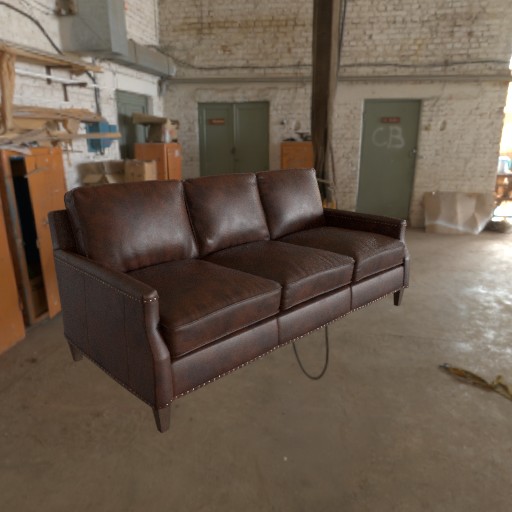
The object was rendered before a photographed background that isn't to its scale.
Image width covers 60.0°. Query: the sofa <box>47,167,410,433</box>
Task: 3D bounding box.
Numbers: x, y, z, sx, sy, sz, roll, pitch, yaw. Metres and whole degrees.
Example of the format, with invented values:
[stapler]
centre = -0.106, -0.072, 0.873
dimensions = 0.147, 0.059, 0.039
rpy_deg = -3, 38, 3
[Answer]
[sofa]
centre = 0.000, 0.000, 2.872
dimensions = 2.240, 1.003, 1.084
rpy_deg = -15, 21, -43
